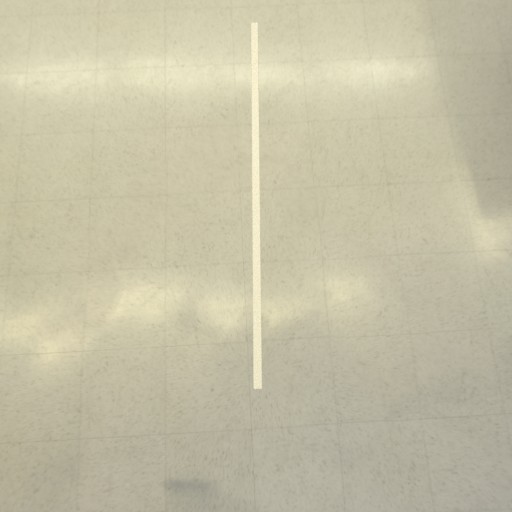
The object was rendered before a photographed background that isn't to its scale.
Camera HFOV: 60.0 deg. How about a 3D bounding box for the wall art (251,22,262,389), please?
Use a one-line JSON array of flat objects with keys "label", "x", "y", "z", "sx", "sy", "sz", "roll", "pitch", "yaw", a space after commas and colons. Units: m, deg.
[{"label": "wall art", "x": 0.000, "y": 0.000, "z": 1.202, "sx": 0.013, "sy": 0.940, "sz": 0.659, "roll": 0, "pitch": 75, "yaw": 0}]
